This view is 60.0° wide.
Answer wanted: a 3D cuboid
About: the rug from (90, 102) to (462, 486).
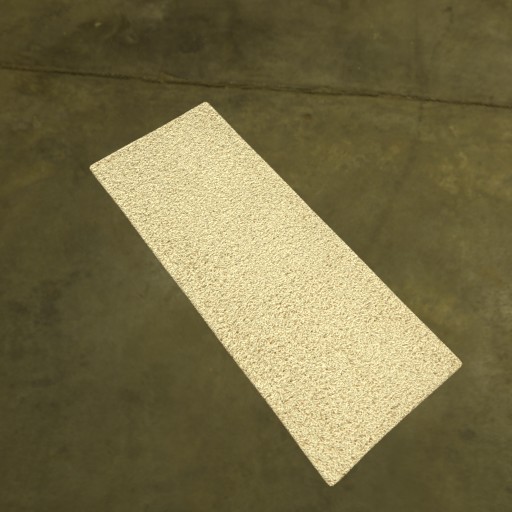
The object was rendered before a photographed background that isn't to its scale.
[{"bbox_3d":[0.000,0.000,1.696,0.609,0.030,1.524,-35,69,-16],"label":"rug"}]
